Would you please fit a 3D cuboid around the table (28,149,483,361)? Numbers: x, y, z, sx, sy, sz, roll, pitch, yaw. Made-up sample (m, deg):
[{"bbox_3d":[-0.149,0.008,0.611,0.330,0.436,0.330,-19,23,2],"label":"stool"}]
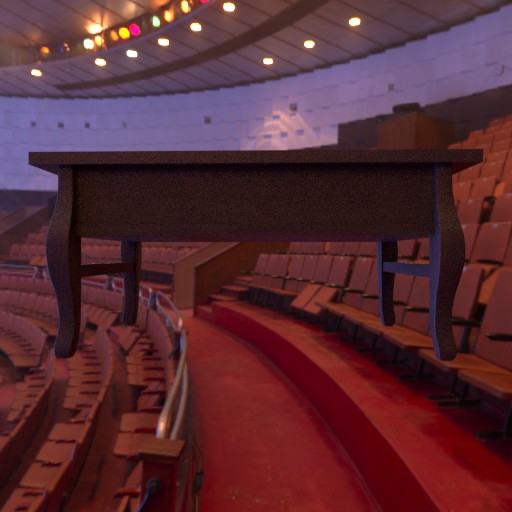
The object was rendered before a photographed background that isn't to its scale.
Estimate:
[{"bbox_3d":[0.000,0.000,1.325,1.062,0.494,0.600,0,0,2],"label":"table"}]
